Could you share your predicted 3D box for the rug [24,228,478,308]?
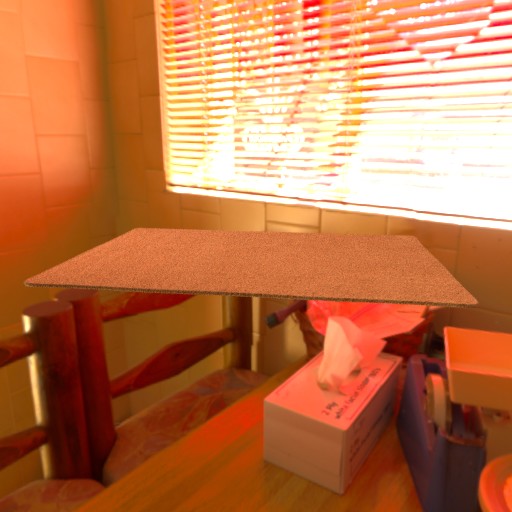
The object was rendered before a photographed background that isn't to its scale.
[{"bbox_3d":[0.000,0.000,3.420,2.700,0.024,1.801,2,15,8],"label":"rug"}]
